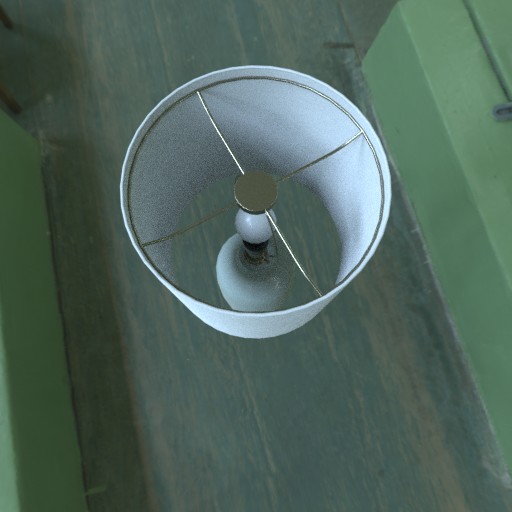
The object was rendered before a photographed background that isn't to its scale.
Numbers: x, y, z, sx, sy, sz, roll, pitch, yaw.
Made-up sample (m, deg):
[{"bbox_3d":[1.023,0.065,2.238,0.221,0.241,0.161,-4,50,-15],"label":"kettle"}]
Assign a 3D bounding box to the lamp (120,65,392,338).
[{"bbox_3d":[0.000,0.000,0.590,0.220,0.475,0.220,-15,76,-4],"label":"lamp"}]
